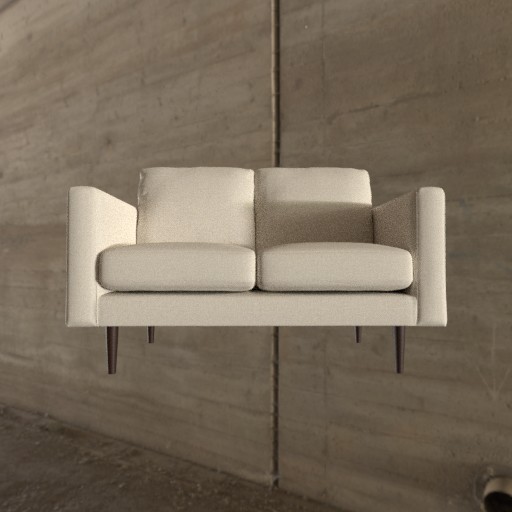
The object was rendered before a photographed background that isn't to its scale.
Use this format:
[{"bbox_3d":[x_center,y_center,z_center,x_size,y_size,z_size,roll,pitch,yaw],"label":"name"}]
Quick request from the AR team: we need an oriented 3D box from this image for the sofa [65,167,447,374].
[{"bbox_3d":[0.000,0.000,2.010,1.430,0.908,0.796,0,-1,-1],"label":"sofa"}]
